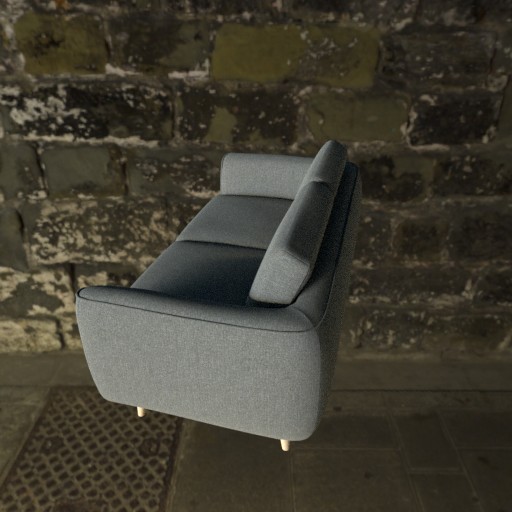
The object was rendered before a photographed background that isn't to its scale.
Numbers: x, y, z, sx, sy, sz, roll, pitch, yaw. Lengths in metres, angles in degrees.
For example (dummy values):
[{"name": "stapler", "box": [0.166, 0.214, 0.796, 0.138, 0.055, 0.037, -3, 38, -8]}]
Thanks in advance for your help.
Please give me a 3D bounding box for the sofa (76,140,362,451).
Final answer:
[{"name": "sofa", "box": [0.000, 0.000, 2.165, 0.920, 0.870, 1.700, 8, 31, 13]}]
